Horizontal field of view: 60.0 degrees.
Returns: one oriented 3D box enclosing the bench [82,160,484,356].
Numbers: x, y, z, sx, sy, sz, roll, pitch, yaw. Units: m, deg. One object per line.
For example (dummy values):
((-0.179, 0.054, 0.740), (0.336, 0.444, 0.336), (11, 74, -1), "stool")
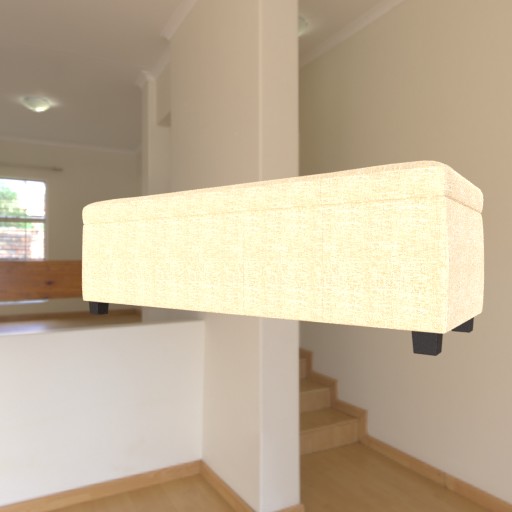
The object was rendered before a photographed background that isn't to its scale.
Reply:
((0.000, 0.000, 1.381), (1.219, 0.406, 0.432), (0, -1, 36), "bench")
